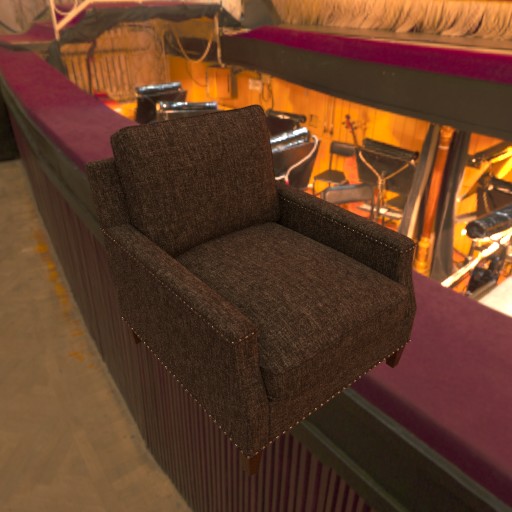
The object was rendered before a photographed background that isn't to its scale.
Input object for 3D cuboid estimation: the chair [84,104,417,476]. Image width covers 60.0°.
[{"bbox_3d":[0.000,0.000,1.715,0.853,0.943,1.014,-23,37,-33],"label":"chair"}]
